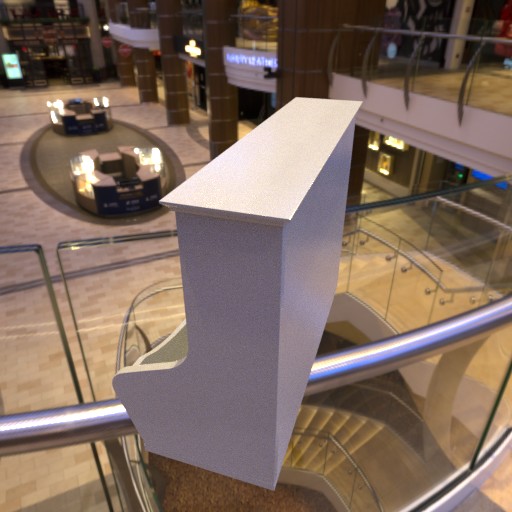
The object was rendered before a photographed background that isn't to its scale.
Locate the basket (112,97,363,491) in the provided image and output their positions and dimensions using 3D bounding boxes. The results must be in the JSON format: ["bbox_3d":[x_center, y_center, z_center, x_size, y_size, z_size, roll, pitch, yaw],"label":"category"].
[{"bbox_3d":[0.000,0.000,1.076,0.350,0.600,0.780,9,31,16],"label":"basket"}]
